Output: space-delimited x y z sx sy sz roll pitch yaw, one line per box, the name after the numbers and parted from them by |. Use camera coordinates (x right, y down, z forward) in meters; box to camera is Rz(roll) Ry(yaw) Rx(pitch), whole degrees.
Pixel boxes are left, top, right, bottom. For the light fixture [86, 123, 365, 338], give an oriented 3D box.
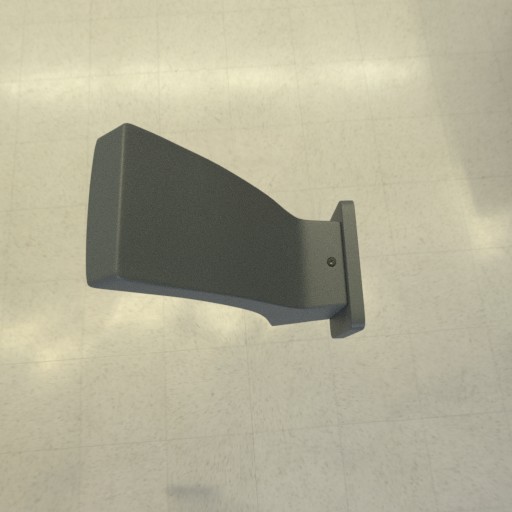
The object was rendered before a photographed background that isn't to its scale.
0.000 0.000 0.330 0.174 0.243 0.108 -2 75 0 | light fixture
